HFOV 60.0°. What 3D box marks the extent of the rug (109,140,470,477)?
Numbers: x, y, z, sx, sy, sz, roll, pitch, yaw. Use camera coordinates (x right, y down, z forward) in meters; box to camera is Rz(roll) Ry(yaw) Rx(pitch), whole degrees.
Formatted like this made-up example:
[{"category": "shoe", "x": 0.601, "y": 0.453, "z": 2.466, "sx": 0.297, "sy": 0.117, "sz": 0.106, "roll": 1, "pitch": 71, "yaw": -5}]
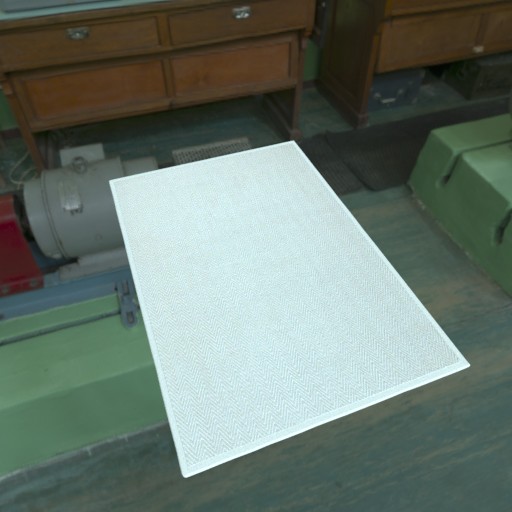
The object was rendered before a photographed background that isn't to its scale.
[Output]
[{"category": "rug", "x": 0.000, "y": 0.000, "z": 2.826, "sx": 1.532, "sy": 0.017, "sz": 2.244, "roll": -16, "pitch": 49, "yaw": -14}]
